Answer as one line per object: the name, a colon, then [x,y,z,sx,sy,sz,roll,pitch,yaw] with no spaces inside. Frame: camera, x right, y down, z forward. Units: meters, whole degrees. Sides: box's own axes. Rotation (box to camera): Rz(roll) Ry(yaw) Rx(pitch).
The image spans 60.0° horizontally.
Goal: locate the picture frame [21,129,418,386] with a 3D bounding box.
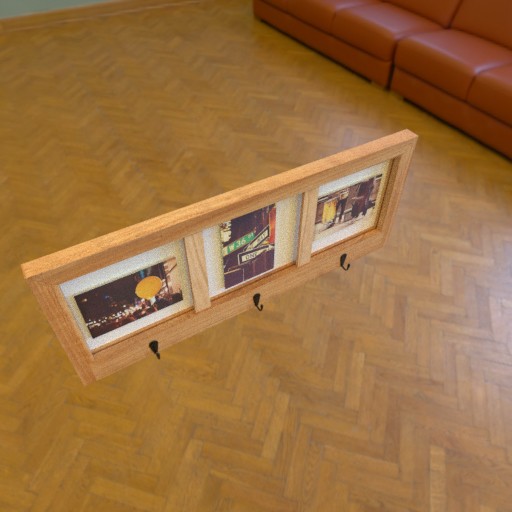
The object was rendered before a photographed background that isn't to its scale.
picture frame: [0.000,0.000,0.667,0.582,0.234,0.045,-23,49,-21]
